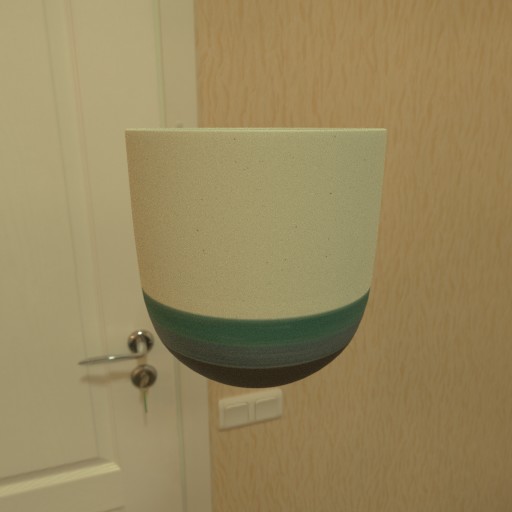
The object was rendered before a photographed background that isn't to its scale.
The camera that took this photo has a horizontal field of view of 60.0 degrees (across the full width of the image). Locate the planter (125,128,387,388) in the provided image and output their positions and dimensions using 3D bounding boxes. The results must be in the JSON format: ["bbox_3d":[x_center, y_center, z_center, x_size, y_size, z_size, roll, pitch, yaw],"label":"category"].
[{"bbox_3d":[0.000,0.000,0.387,0.204,0.214,0.204,0,16,0],"label":"planter"}]
